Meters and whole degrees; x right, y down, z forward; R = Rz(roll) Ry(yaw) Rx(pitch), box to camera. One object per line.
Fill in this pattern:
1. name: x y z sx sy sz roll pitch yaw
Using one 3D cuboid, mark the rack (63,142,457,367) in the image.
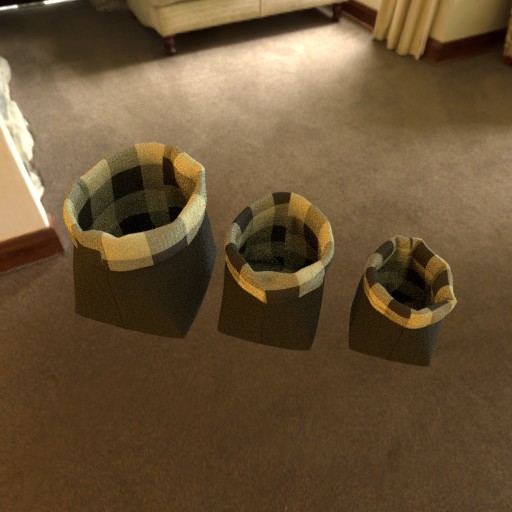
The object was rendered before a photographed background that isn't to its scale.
1. rack: 0.000 0.000 1.059 0.889 0.329 0.370 10 48 9
